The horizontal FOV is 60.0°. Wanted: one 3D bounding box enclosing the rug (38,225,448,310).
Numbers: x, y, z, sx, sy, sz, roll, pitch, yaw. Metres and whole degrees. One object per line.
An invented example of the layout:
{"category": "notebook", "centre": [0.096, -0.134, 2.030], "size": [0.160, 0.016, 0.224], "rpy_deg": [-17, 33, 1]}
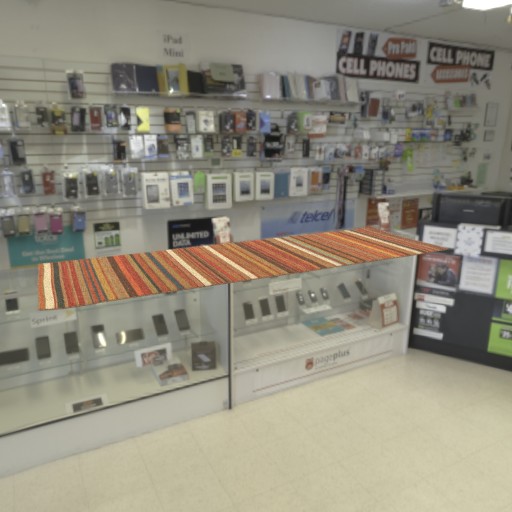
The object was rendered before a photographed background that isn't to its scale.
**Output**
{"category": "rug", "centre": [0.000, 0.000, 2.745], "size": [2.444, 0.030, 0.799], "rpy_deg": [-7, 17, -25]}
